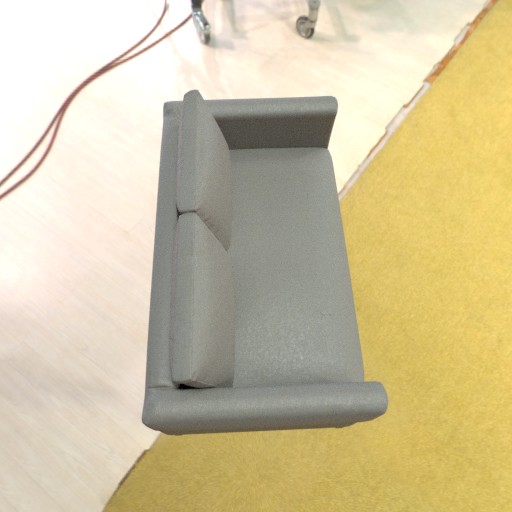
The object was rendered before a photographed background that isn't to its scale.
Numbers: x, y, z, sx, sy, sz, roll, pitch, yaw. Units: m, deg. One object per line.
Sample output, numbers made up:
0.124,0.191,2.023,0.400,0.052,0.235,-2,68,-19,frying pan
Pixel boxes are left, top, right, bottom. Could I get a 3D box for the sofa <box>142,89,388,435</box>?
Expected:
0.000,0.000,2.164,0.899,0.873,1.598,-2,63,-1,sofa
